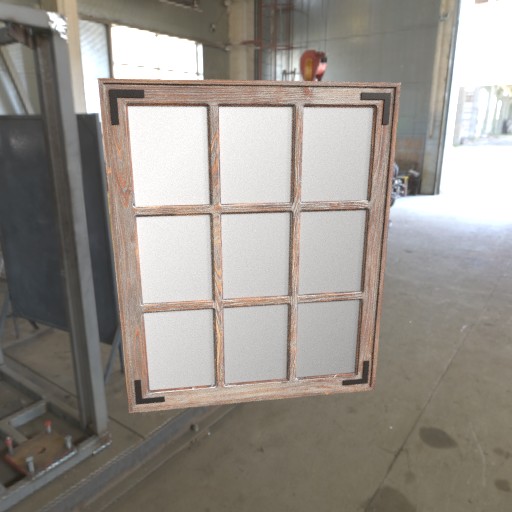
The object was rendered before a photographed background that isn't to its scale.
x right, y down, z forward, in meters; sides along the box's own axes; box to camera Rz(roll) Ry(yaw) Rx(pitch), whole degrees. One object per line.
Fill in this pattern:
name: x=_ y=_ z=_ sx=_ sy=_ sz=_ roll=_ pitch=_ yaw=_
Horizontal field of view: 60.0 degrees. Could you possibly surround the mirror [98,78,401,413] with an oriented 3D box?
mirror: x=0.000 y=0.000 z=1.196 sx=0.730 sy=0.882 sz=0.032 roll=-3 pitch=17 yaw=-9
